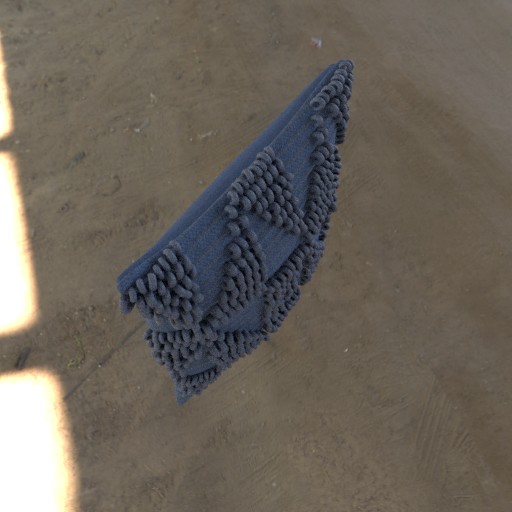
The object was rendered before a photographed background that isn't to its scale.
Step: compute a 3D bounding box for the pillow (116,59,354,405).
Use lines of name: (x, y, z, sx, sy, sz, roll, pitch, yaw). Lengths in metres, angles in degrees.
pillow: (0.000, 0.000, 0.720, 0.172, 0.466, 0.469, 31, 64, 17)
